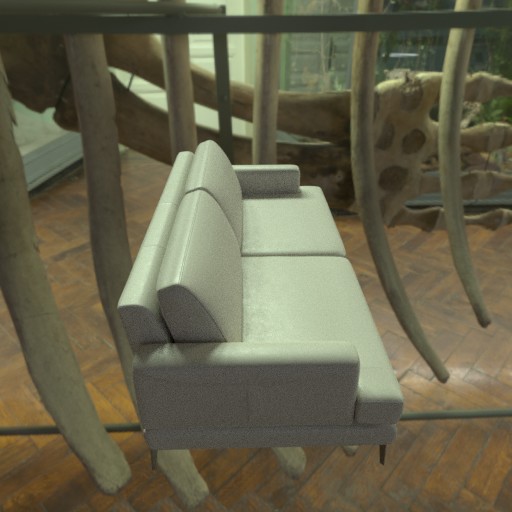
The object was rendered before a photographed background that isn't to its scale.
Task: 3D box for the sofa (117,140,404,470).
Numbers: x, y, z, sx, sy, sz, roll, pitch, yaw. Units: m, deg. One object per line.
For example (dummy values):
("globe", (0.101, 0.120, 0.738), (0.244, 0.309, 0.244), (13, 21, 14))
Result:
("sofa", (0.000, 0.000, 2.299), (0.974, 0.765, 1.940), (-1, 31, -1))
